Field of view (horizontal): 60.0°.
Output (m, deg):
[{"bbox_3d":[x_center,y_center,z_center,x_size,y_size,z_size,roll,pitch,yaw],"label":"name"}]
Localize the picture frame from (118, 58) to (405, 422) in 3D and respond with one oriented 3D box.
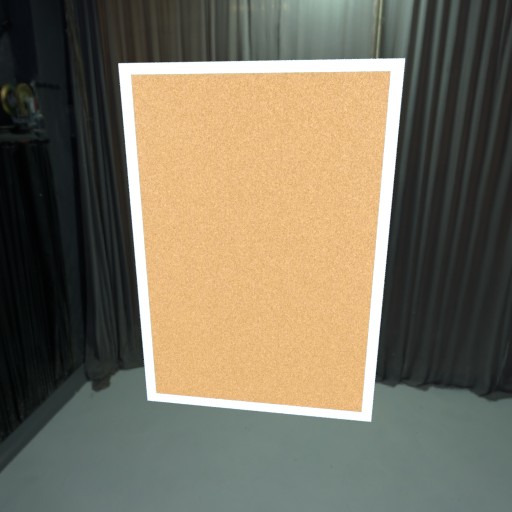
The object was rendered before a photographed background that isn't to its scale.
[{"bbox_3d":[0.000,0.000,0.538,0.305,0.434,0.013,3,18,8],"label":"picture frame"}]
